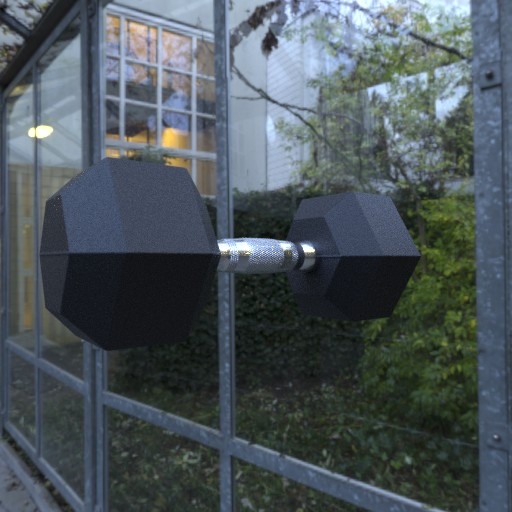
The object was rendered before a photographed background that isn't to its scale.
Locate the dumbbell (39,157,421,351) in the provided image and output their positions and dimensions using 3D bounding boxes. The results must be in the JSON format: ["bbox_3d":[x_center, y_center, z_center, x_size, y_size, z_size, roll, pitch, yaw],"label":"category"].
[{"bbox_3d":[0.000,0.000,0.395,0.337,0.123,0.142,1,-1,-37],"label":"dumbbell"}]
